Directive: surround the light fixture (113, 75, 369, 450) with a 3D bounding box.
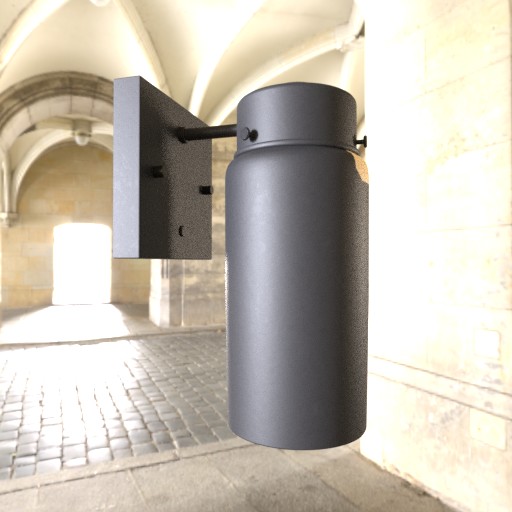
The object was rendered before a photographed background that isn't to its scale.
[{"bbox_3d":[0.000,0.000,0.354,0.176,0.257,0.130,0,-1,17],"label":"light fixture"}]
